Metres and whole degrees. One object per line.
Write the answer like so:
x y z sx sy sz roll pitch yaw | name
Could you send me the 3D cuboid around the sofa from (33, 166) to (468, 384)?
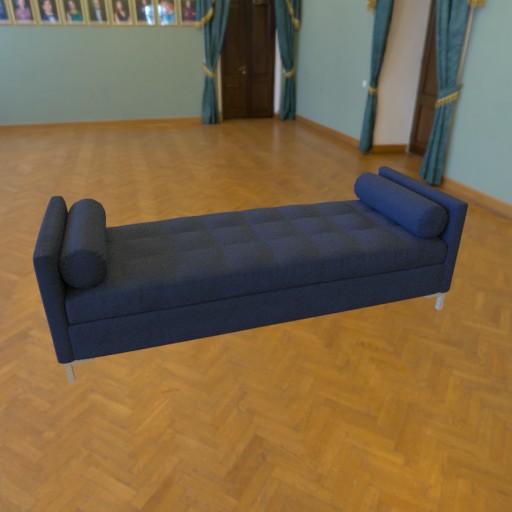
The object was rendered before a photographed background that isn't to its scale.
0.000 0.000 2.470 2.102 0.657 0.797 -8 28 -16 | sofa
